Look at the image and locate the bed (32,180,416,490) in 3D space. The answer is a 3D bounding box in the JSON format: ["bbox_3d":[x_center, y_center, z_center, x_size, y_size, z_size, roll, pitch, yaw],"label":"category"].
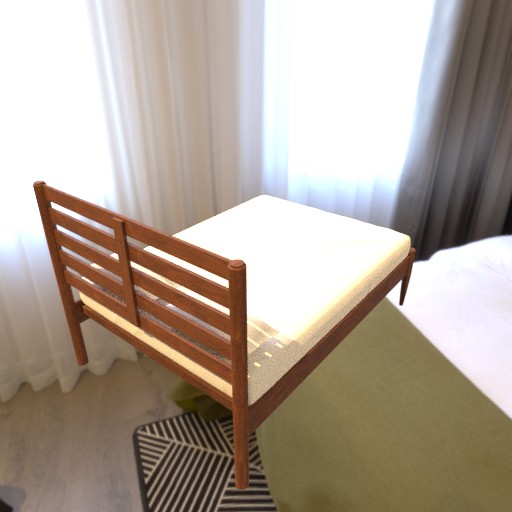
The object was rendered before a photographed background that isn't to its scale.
[{"bbox_3d":[0.000,0.000,3.047,1.509,1.304,2.093,21,35,33],"label":"bed"}]
